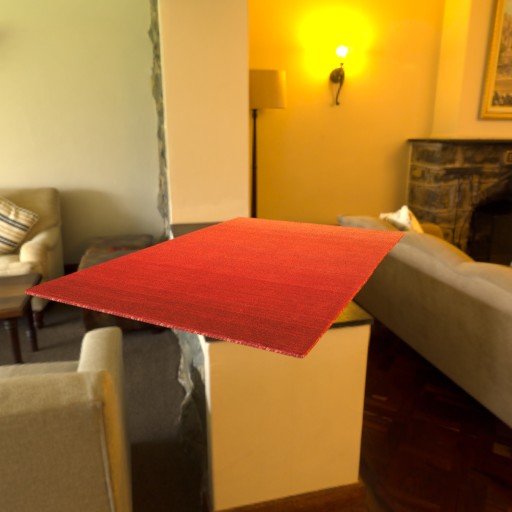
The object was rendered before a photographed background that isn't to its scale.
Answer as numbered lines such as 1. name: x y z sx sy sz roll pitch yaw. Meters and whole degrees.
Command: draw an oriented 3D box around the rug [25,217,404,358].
1. rug: 0.000 0.000 2.335 1.230 0.018 1.835 8 17 26
